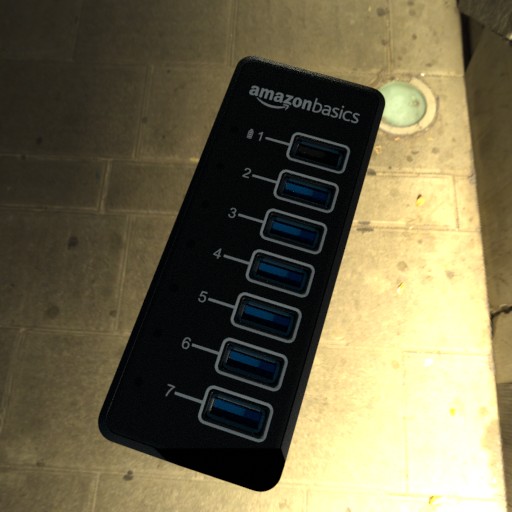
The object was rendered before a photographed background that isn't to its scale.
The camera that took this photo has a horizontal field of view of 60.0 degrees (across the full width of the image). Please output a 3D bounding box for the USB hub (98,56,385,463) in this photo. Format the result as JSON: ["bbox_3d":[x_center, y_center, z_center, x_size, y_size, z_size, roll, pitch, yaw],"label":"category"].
[{"bbox_3d":[0.000,0.000,0.124,0.044,0.023,0.110,17,75,5],"label":"USB hub"}]
